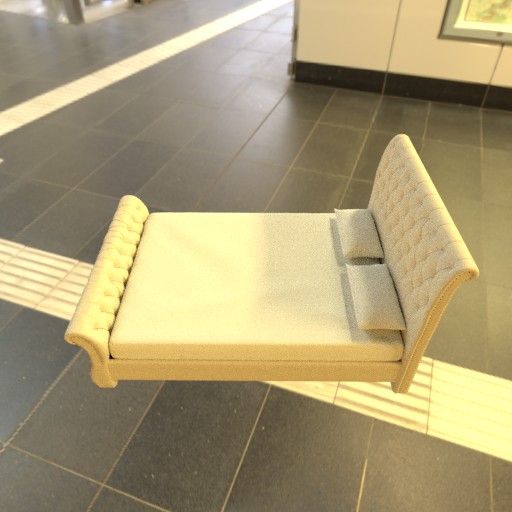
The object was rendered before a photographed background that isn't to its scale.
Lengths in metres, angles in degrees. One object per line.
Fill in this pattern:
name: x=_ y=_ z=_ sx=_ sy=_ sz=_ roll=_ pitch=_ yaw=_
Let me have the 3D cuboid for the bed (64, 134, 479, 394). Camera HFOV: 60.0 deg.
bed: x=0.000 y=0.000 z=3.445 sx=2.493 sy=1.268 sz=1.606 roll=0 pitch=42 yaw=0
